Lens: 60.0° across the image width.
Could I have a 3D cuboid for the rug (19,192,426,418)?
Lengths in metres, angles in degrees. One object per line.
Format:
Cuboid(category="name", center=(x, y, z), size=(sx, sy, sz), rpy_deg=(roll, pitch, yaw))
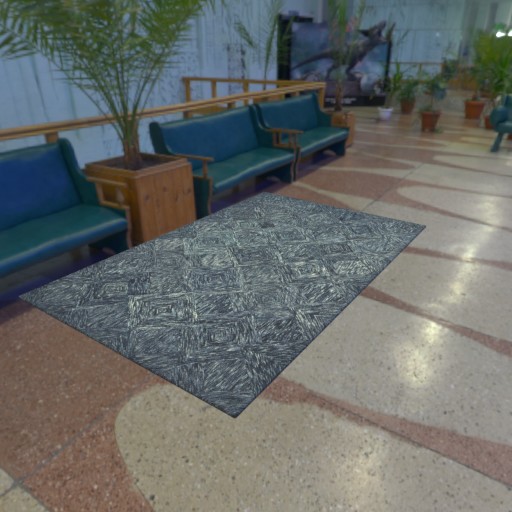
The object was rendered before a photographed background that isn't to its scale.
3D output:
Cuboid(category="rug", center=(0.000, 0.000, 2.852), size=(1.478, 0.017, 2.330), rpy_deg=(17, 30, 32))
